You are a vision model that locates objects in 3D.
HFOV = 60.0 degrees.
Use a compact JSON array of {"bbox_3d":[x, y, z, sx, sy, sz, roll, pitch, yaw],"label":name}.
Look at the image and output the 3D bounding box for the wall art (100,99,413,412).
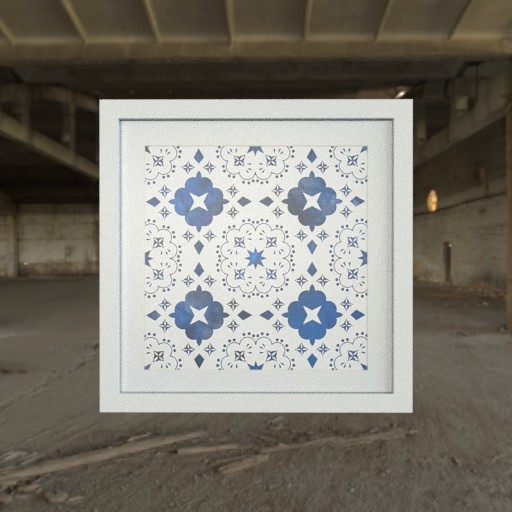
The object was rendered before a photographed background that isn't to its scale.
[{"bbox_3d":[0.000,0.000,0.516,0.355,0.355,0.027,0,0,0],"label":"wall art"}]
